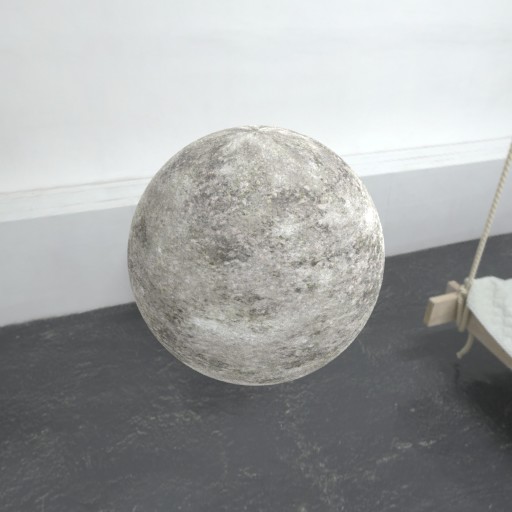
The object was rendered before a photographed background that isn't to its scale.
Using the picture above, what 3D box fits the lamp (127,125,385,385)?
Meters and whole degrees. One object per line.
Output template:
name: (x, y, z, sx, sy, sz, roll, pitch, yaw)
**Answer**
lamp: (0.000, 0.000, 0.756, 0.422, 0.429, 0.422, 0, 33, 0)
